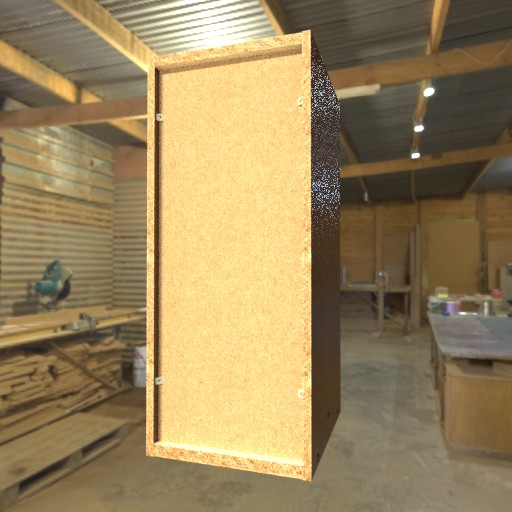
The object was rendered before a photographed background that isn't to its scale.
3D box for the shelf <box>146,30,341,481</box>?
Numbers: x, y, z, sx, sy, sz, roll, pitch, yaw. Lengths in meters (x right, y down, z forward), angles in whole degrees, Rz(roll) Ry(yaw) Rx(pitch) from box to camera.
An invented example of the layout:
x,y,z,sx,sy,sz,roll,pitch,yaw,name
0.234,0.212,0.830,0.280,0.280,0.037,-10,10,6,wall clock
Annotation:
x,y,z,sx,sy,sz,roll,pitch,yaw,name
0.000,0.000,0.766,0.253,0.600,0.290,0,-1,18,shelf
